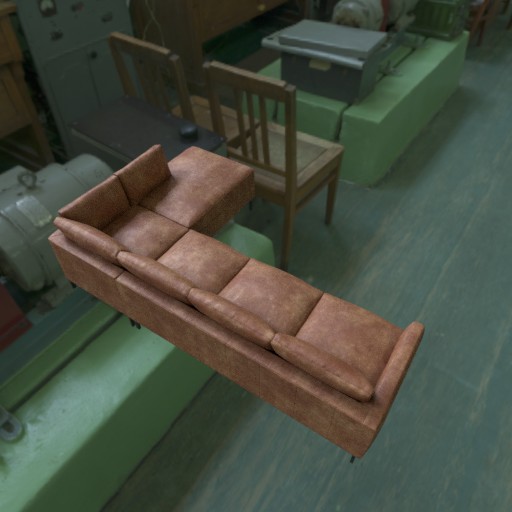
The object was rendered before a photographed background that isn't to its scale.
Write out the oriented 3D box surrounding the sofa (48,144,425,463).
[{"bbox_3d":[0.000,0.000,3.853,2.984,0.877,1.938,25,51,22],"label":"sofa"}]
